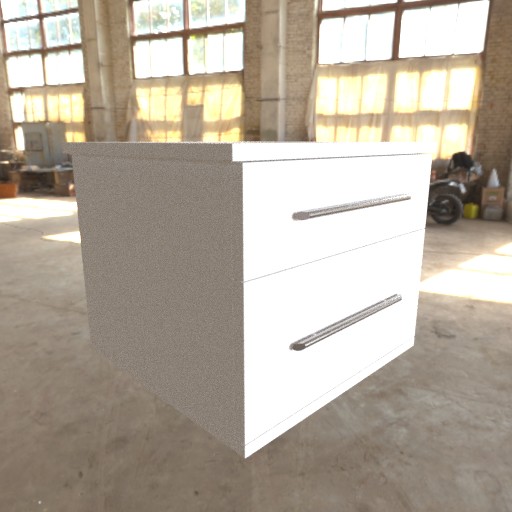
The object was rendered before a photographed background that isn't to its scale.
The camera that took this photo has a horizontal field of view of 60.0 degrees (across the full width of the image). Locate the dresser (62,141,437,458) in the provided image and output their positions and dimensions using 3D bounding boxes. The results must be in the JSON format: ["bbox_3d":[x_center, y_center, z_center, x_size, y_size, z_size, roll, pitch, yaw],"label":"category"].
[{"bbox_3d":[0.000,0.000,0.723,0.430,0.360,0.400,-14,20,-43],"label":"dresser"}]
